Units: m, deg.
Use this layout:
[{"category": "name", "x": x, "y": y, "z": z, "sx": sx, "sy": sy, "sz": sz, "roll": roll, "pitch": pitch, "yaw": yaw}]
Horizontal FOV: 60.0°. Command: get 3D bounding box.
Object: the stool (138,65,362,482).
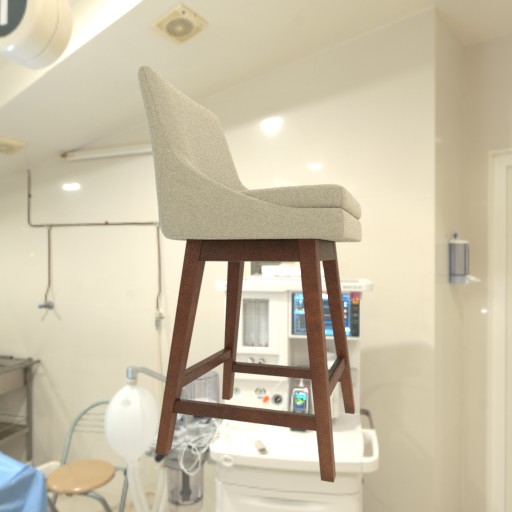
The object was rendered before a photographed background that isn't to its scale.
[{"category": "stool", "x": 0.000, "y": 0.000, "z": 1.270, "sx": 0.559, "sy": 0.991, "sz": 0.469, "roll": 0, "pitch": 1, "yaw": 18}]
